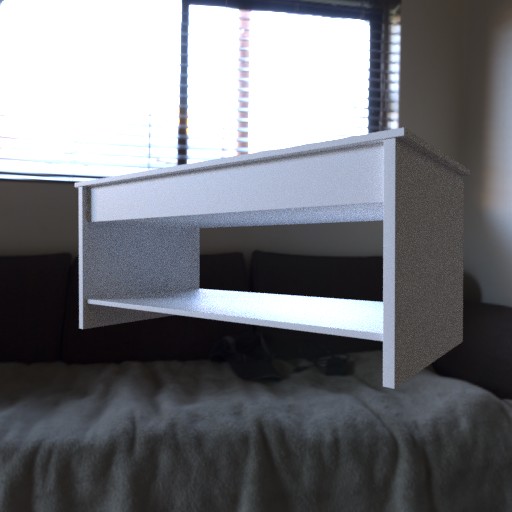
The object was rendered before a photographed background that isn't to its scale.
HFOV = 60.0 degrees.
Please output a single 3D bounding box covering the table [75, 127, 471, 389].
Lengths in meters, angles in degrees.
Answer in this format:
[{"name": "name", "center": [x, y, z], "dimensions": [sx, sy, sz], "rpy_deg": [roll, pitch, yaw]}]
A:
[{"name": "table", "center": [0.000, 0.000, 1.240], "dimensions": [1.000, 0.441, 0.500], "rpy_deg": [1, 1, 37]}]
